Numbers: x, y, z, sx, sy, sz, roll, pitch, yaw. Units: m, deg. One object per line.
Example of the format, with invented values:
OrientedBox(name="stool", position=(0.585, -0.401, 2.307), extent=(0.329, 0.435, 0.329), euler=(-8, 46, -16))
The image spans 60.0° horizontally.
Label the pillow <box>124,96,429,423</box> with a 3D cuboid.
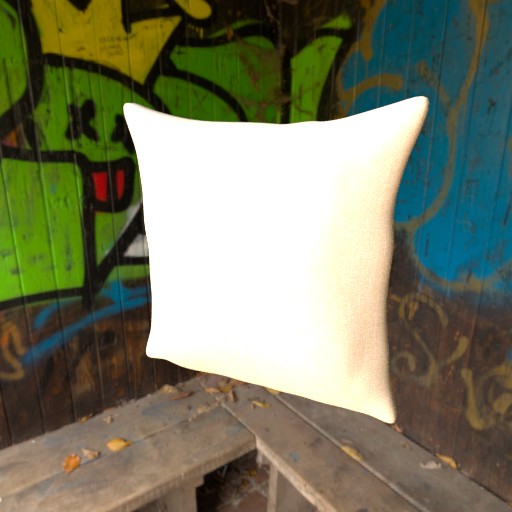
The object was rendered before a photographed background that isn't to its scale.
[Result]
OrientedBox(name="pillow", position=(0.000, 0.000, 0.650), extent=(0.436, 0.432, 0.138), euler=(8, 19, 24))
